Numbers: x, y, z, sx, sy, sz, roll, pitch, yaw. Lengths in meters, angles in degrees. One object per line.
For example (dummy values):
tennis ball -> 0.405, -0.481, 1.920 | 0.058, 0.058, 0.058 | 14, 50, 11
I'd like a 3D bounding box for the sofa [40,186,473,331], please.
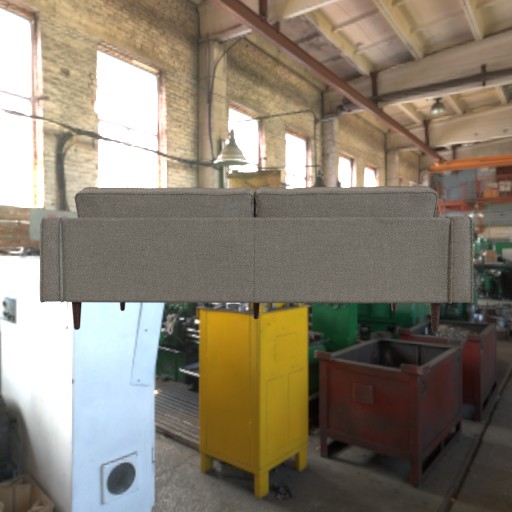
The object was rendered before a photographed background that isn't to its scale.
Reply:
sofa -> 0.000, 0.000, 2.662 | 2.211, 0.762, 0.914 | 0, 1, 1
